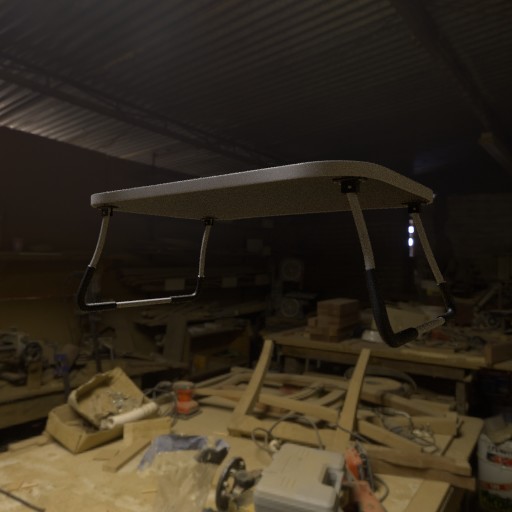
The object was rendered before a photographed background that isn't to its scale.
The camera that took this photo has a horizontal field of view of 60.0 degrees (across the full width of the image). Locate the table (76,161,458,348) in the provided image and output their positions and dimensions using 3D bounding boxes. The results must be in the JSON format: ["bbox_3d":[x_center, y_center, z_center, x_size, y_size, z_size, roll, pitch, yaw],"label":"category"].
[{"bbox_3d":[0.000,0.000,0.858,0.660,0.232,0.400,0,-1,36],"label":"table"}]
